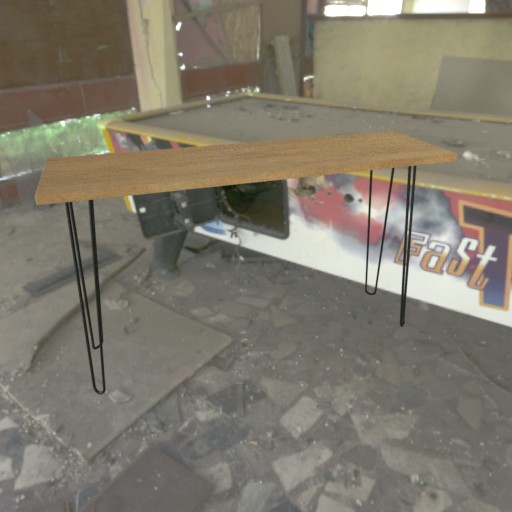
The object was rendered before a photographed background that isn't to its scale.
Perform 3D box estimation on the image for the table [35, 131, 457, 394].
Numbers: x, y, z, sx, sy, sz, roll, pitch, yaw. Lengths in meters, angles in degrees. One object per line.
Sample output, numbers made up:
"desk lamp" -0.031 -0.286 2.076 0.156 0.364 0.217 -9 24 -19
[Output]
"table" 0.000 0.000 1.752 1.400 0.799 0.399 -9 29 -16
